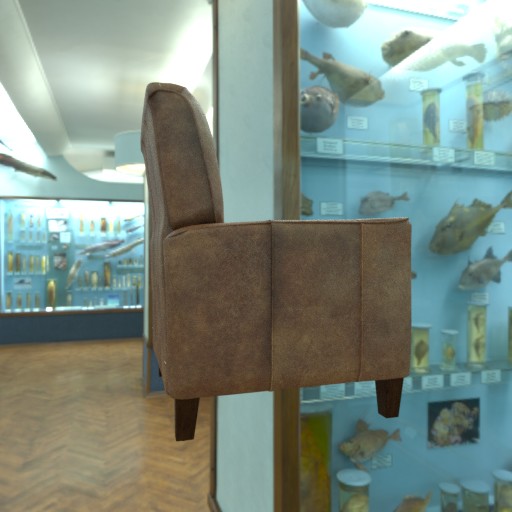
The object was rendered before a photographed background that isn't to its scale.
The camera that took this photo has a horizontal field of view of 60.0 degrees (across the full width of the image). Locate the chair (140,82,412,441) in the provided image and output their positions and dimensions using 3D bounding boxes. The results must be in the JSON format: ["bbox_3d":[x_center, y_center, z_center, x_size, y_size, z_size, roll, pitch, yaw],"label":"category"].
[{"bbox_3d":[0.000,0.000,1.677,0.836,1.043,0.843,0,0,-16],"label":"chair"}]
